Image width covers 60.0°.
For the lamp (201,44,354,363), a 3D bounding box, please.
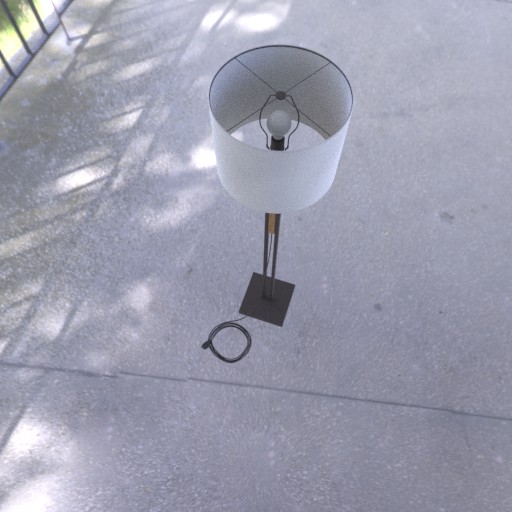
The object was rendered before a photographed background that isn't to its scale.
[{"bbox_3d":[0.000,0.000,1.933,0.474,1.650,0.639,17,65,8],"label":"lamp"}]
